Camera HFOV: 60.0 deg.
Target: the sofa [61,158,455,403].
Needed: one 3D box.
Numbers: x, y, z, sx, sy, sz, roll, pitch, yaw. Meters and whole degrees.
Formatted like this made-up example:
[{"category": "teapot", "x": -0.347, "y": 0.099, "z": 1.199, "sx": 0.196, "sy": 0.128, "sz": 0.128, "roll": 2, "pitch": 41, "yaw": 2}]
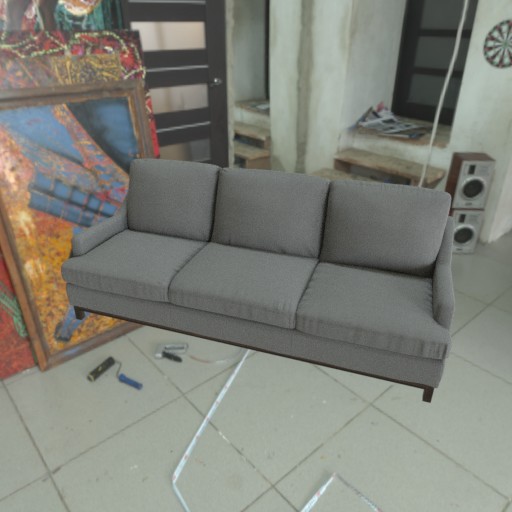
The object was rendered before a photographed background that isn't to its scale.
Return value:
[{"category": "sofa", "x": 0.000, "y": 0.000, "z": 2.846, "sx": 2.344, "sy": 0.926, "sz": 0.987, "roll": 9, "pitch": 29, "yaw": 17}]
